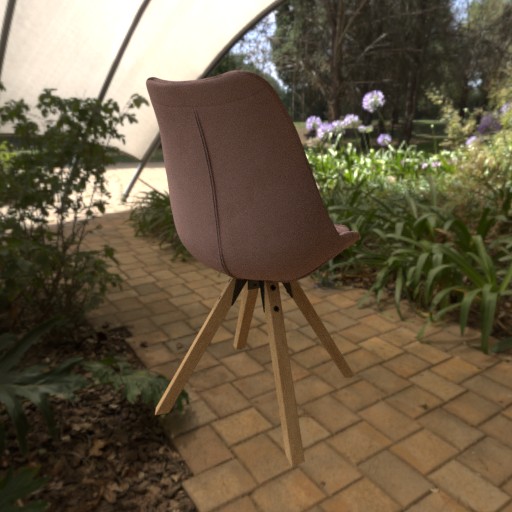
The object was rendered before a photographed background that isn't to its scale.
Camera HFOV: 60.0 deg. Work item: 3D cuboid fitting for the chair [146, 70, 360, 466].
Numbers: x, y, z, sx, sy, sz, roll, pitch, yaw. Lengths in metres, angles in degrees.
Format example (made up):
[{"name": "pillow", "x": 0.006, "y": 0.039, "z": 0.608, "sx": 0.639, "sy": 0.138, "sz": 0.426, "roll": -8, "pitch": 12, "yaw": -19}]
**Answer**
[{"name": "chair", "x": 0.000, "y": 0.000, "z": 1.174, "sx": 0.485, "sy": 0.850, "sz": 0.550, "roll": 8, "pitch": 18, "yaw": 27}]
